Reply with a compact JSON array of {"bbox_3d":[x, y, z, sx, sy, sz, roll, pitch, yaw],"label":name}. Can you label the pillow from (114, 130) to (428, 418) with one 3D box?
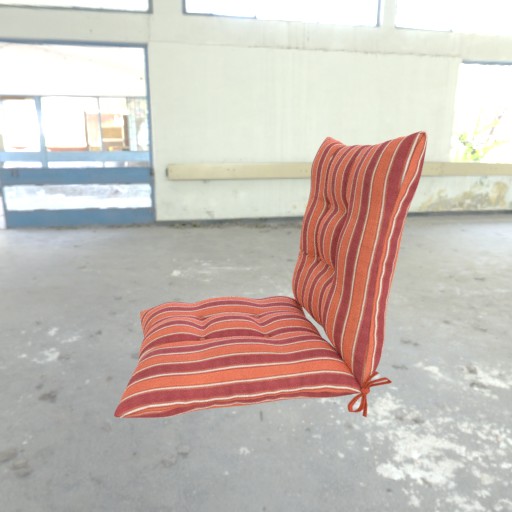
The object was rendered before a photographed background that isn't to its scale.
[{"bbox_3d":[0.000,0.000,1.004,0.585,0.536,0.541,-2,14,-9],"label":"pillow"}]
